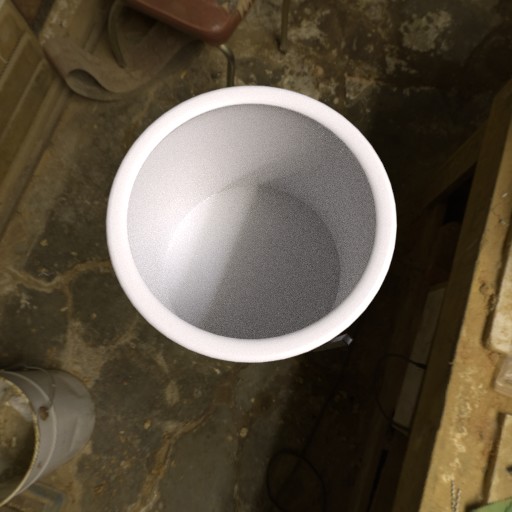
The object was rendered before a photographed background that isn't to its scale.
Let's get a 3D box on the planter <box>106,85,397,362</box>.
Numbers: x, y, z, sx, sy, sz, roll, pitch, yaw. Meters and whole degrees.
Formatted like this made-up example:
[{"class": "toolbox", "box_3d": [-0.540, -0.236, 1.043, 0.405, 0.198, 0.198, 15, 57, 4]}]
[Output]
[{"class": "planter", "box_3d": [0.000, 0.000, 0.505, 0.239, 0.356, 0.239, 20, 77, 5]}]
